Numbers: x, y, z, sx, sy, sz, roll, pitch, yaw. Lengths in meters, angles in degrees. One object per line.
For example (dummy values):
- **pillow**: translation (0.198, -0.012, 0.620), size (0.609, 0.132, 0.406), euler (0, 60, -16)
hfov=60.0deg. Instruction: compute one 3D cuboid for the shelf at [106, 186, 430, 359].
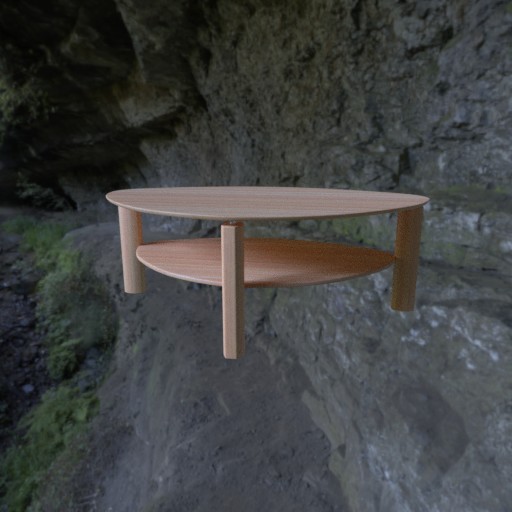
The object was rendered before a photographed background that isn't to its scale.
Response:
- **shelf**: translation (0.000, 0.000, 1.678), size (1.246, 0.440, 0.845), euler (3, 15, 10)
